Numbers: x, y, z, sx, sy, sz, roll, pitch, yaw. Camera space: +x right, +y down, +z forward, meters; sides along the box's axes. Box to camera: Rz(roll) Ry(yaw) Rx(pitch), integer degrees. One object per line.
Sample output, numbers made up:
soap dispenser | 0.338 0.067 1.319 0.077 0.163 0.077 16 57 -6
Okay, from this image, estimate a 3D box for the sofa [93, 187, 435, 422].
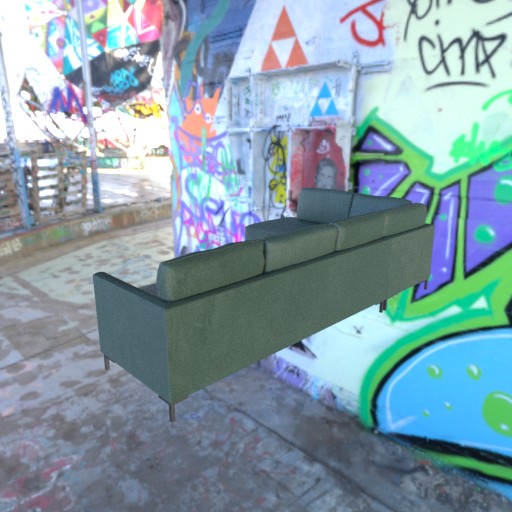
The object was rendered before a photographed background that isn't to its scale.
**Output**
sofa | 0.000 0.000 4.333 3.384 0.996 2.048 -15 21 -42
